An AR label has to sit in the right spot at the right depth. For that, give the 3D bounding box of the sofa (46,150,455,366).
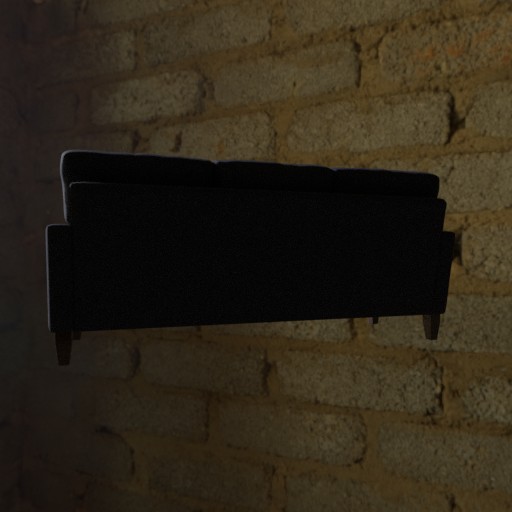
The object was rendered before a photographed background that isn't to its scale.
[{"bbox_3d":[0.000,0.000,2.567,2.115,0.984,0.888,0,0,-17],"label":"sofa"}]
